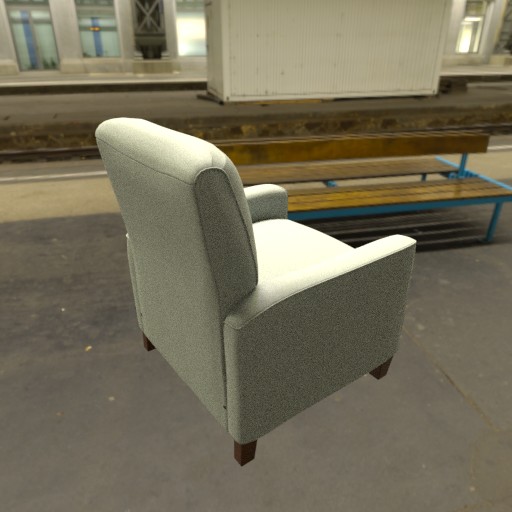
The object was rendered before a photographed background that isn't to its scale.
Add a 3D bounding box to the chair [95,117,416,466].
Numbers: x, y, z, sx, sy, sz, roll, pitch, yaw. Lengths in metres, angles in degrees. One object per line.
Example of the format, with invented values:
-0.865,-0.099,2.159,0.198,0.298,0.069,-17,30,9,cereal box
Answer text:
0.000,0.000,1.643,0.846,1.007,0.853,-18,32,-32,chair
